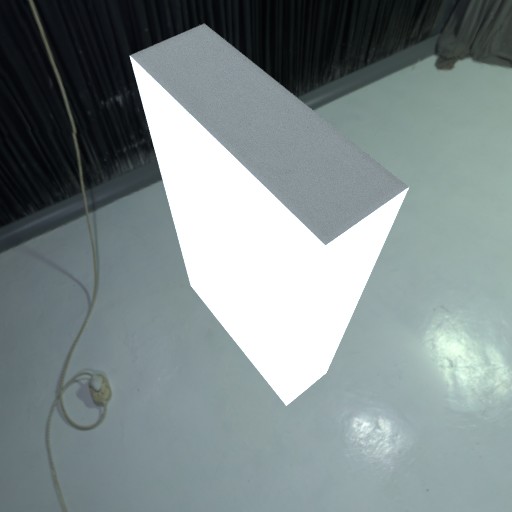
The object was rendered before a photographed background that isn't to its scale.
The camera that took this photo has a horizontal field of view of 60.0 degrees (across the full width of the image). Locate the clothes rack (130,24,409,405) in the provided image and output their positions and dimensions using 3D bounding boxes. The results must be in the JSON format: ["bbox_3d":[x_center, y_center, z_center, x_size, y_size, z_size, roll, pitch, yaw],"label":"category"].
[{"bbox_3d":[0.000,0.000,1.585,0.250,1.280,0.750,-34,64,-19],"label":"clothes rack"}]
